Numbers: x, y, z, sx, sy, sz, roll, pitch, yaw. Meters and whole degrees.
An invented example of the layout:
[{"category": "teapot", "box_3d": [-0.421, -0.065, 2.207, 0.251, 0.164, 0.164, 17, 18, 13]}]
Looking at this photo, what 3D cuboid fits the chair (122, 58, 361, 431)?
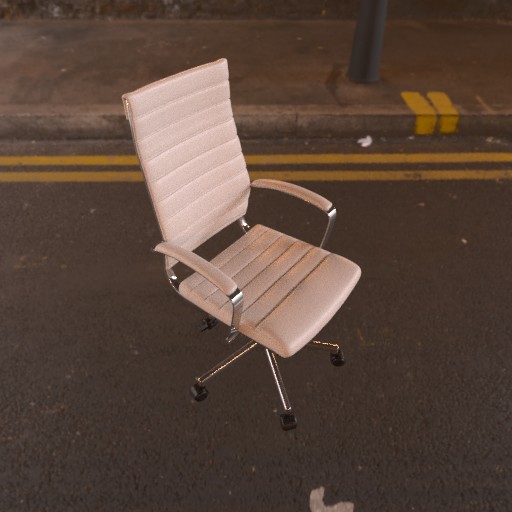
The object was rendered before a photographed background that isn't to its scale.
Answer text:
[{"category": "chair", "box_3d": [0.000, 0.000, 1.591, 0.679, 1.149, 0.679, 27, 47, 28]}]
